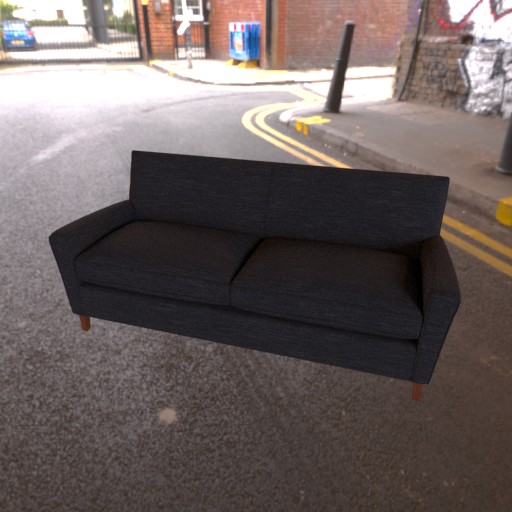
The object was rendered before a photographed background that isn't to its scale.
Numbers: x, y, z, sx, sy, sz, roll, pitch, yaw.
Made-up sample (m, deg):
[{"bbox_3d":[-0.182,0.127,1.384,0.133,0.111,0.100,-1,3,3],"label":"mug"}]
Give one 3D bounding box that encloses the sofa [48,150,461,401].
[{"bbox_3d":[0.000,0.000,2.450,1.976,0.846,0.875,8,29,15],"label":"sofa"}]
